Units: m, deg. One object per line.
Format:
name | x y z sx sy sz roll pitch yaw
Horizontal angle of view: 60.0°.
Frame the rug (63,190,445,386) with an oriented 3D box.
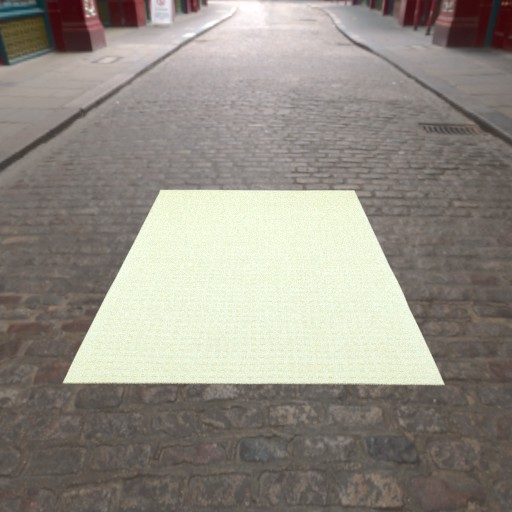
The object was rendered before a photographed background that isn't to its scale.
rug | 0.000 0.000 4.197 2.452 0.016 3.204 0 31 1
